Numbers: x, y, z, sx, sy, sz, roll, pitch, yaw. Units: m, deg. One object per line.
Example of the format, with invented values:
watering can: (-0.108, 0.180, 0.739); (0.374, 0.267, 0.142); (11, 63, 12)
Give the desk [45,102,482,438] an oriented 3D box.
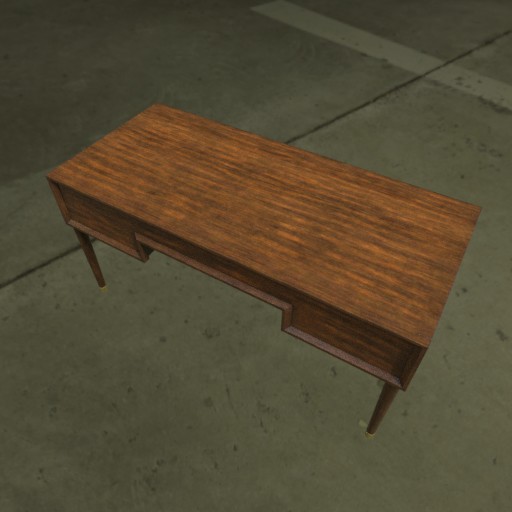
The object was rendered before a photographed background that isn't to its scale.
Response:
desk: (0.000, 0.000, 2.024); (1.575, 0.762, 0.724); (24, 51, 21)
